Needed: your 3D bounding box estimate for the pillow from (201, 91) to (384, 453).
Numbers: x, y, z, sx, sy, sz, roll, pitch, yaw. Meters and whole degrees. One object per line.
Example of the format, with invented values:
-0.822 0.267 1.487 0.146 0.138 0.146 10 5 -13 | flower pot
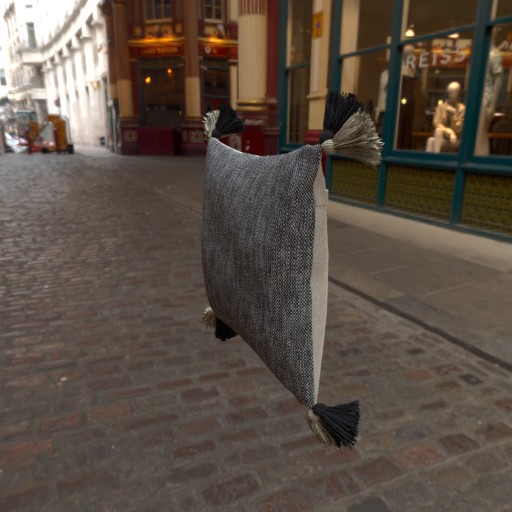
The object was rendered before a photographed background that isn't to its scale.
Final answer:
0.000 0.000 0.968 0.170 0.659 0.654 -8 19 -26 | pillow
